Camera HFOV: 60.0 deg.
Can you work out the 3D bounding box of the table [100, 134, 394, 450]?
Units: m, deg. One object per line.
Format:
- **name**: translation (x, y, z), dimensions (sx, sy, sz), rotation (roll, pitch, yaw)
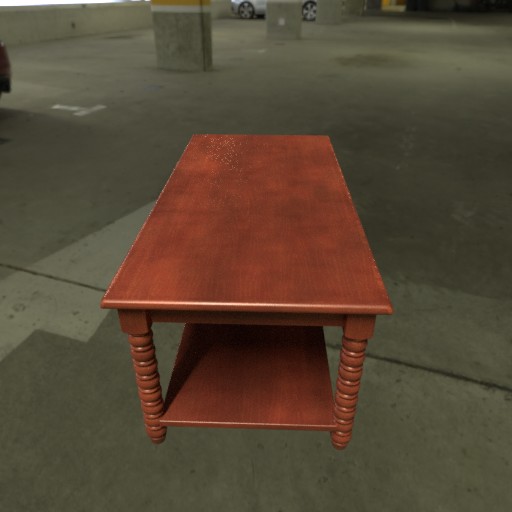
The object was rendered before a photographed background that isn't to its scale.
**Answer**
- **table**: translation (0.000, 0.000, 1.484), dimensions (0.580, 0.485, 1.171), rotation (1, 31, 2)
